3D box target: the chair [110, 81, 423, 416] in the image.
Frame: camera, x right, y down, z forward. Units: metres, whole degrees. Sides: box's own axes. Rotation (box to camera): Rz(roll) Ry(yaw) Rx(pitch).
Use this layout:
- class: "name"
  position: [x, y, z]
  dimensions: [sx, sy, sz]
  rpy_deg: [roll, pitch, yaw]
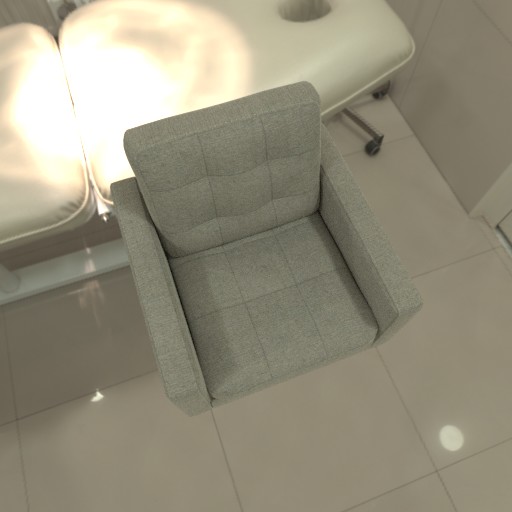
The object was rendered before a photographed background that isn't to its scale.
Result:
- class: "chair"
  position: [0.000, 0.000, 1.563]
  dimensions: [0.821, 0.880, 0.843]
  rpy_deg: [-18, 66, -9]
